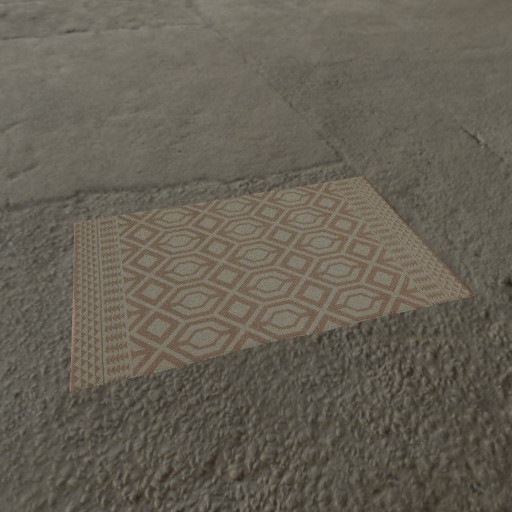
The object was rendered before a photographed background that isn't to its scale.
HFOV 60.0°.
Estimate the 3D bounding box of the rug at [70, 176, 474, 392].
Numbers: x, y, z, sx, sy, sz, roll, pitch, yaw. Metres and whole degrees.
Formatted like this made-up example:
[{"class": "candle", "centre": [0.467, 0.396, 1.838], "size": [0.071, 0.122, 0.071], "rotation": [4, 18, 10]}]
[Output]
[{"class": "rug", "centre": [0.000, 0.000, 3.086], "size": [2.435, 0.011, 1.526], "rotation": [-11, 42, -12]}]
